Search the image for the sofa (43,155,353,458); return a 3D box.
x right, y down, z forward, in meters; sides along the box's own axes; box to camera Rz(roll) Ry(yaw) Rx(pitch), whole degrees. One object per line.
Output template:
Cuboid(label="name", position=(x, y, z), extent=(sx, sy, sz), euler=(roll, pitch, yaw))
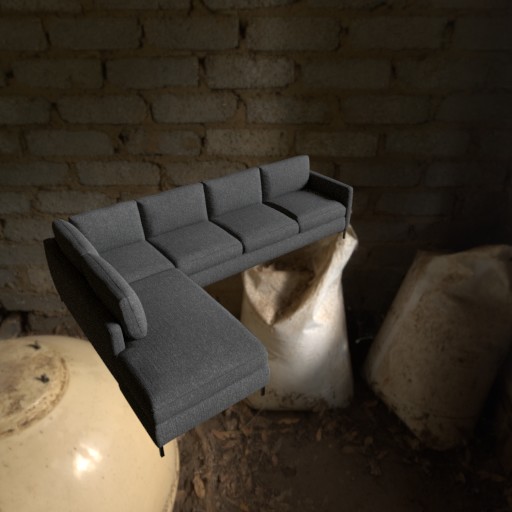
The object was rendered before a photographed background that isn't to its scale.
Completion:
Cuboid(label="sofa", position=(0.000, 0.000, 3.803), extent=(2.949, 0.815, 2.007), euler=(-22, 37, -32))
